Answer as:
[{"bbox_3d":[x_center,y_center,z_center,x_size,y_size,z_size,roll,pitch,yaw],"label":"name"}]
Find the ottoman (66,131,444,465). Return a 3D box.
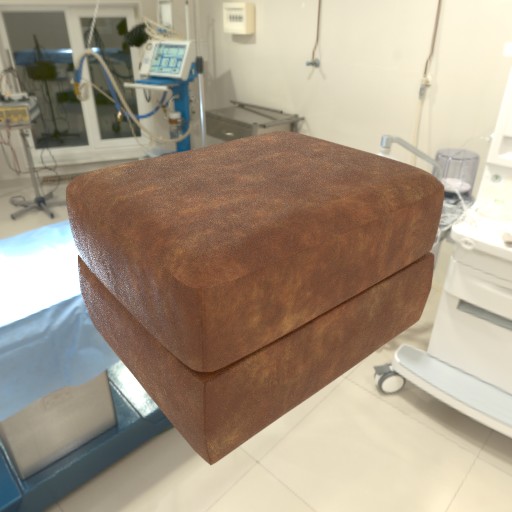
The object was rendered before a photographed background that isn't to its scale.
[{"bbox_3d":[0.000,0.000,1.129,0.751,0.476,0.603,-22,37,-34],"label":"ottoman"}]
